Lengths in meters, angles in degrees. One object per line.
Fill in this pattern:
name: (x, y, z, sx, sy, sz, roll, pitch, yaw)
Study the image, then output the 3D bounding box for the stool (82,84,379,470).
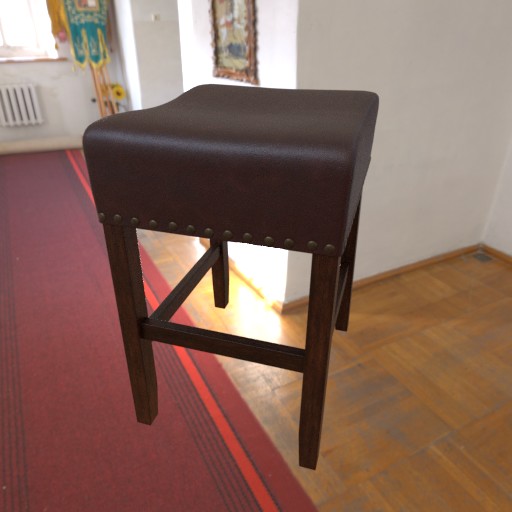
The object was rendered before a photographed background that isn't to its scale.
stool: (0.000, 0.000, 0.915, 0.397, 0.608, 0.465, 9, 30, 15)
